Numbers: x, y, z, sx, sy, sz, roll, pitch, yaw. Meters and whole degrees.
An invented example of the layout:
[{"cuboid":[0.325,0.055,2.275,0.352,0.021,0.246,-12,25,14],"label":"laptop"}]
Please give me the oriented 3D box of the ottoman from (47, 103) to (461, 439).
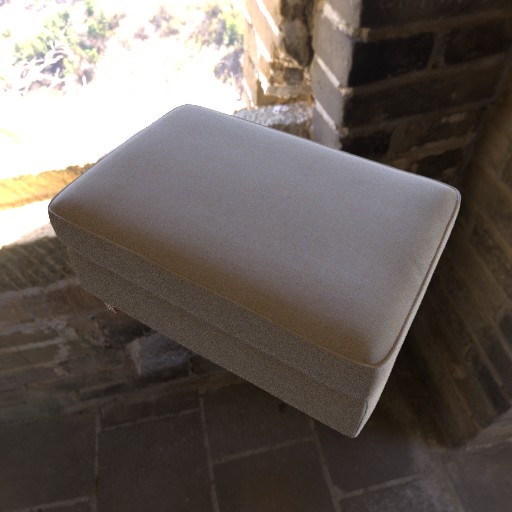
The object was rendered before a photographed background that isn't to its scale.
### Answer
[{"cuboid":[0.000,0.000,1.205,0.862,0.484,0.583,24,52,20],"label":"ottoman"}]
